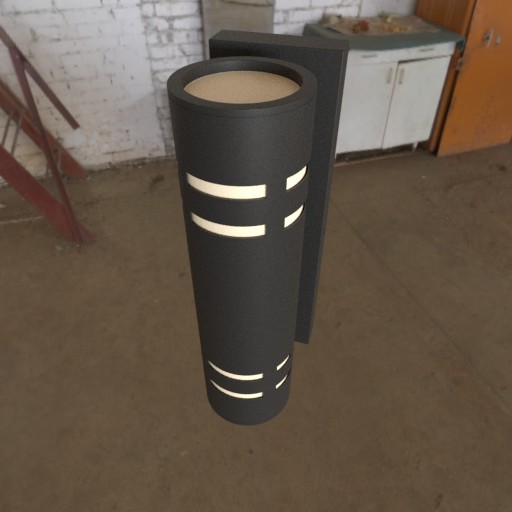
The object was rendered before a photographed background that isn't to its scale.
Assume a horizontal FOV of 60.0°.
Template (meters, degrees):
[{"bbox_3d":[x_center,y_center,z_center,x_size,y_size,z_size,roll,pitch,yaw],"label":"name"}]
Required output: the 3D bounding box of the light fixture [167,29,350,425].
[{"bbox_3d":[0.000,0.000,0.397,0.105,0.330,0.149,11,42,12],"label":"light fixture"}]
